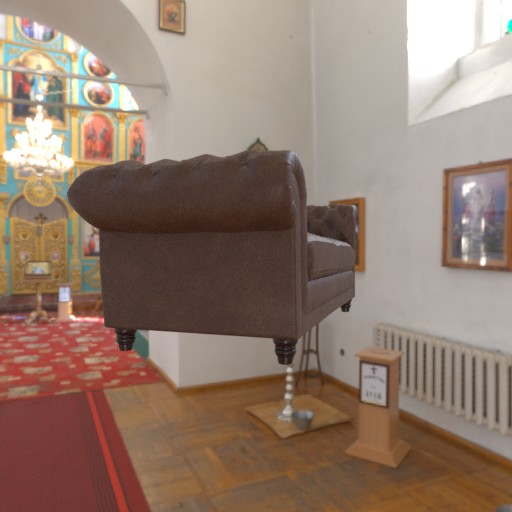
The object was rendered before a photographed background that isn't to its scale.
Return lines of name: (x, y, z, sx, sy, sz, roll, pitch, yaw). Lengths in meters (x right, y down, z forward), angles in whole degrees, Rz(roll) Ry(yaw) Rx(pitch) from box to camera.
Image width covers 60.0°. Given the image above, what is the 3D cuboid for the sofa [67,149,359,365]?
sofa: (0.000, 0.000, 2.501, 0.955, 0.784, 2.048, 0, 0, 19)
